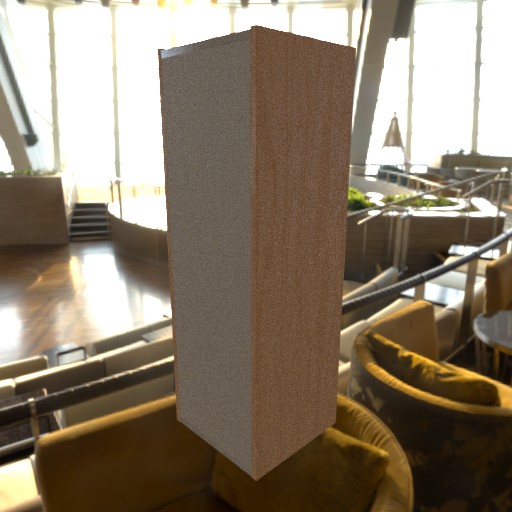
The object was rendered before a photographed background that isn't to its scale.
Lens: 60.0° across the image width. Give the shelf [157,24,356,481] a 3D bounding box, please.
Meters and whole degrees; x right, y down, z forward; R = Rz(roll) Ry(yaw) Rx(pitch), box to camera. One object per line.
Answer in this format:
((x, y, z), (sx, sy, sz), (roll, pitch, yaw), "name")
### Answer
((0.000, 0.000, 1.045), (0.290, 0.900, 0.300), (-14, 21, -42), "shelf")
